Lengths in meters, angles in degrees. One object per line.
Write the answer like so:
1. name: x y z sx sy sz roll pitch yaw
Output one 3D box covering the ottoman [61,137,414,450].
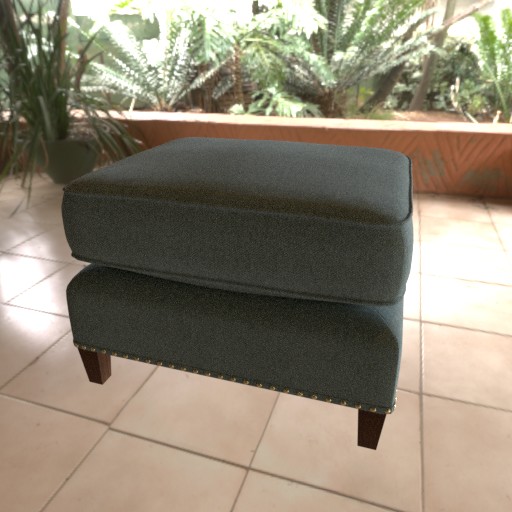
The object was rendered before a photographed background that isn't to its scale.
1. ottoman: 0.000 0.000 1.127 0.738 0.537 0.589 8 26 16
